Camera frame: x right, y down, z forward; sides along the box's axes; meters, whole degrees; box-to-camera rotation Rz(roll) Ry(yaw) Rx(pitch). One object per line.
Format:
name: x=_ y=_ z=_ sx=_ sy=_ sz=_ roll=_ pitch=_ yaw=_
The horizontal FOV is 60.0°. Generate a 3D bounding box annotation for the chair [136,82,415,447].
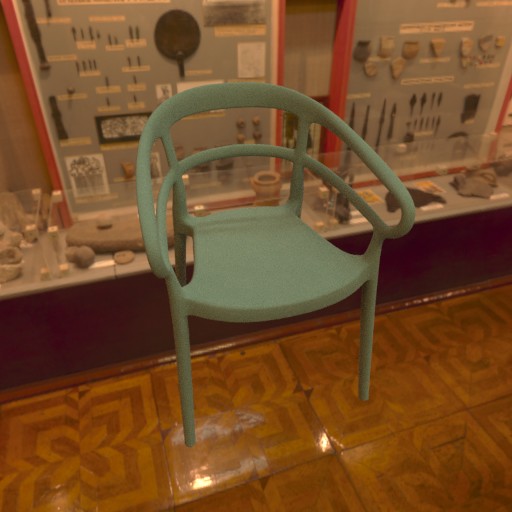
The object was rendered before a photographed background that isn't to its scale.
chair: x=0.000 y=0.000 z=1.171 sx=0.559 sy=0.761 sz=0.527 roll=-10 pitch=35 yaw=-14
